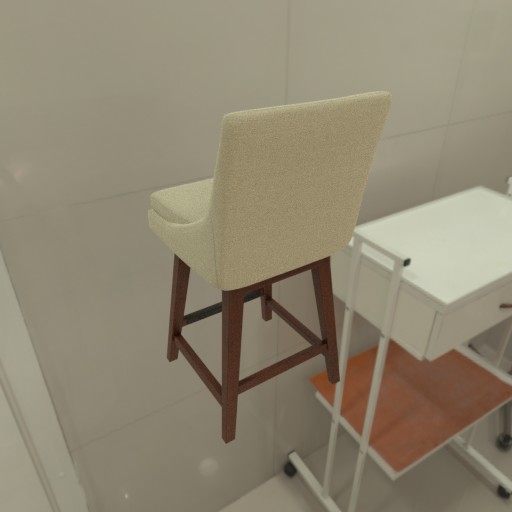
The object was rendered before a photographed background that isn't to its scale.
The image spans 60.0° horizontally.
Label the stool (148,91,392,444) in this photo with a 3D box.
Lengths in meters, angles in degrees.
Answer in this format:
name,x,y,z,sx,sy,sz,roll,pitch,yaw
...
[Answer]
name,x,y,z,sx,sy,sz,roll,pitch,yaw
stool,0.000,0.000,1.348,0.469,0.991,0.559,-18,35,-28
